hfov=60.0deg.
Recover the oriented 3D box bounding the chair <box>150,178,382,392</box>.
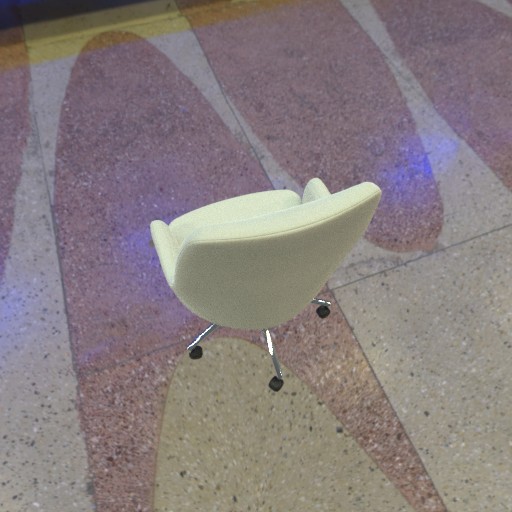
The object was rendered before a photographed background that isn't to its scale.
[{"bbox_3d":[0.000,0.000,1.451,0.620,1.049,0.640,-16,60,-10],"label":"chair"}]
